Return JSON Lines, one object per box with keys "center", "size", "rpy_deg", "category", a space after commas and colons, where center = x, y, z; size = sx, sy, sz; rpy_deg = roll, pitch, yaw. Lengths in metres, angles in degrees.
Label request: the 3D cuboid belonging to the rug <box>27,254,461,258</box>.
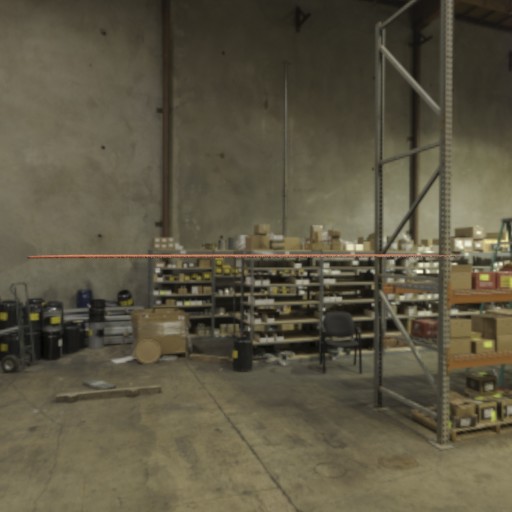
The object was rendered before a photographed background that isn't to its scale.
{"center": [0.000, 0.000, 2.753], "size": [2.471, 0.013, 0.914], "rpy_deg": [0, 0, -20], "category": "rug"}
